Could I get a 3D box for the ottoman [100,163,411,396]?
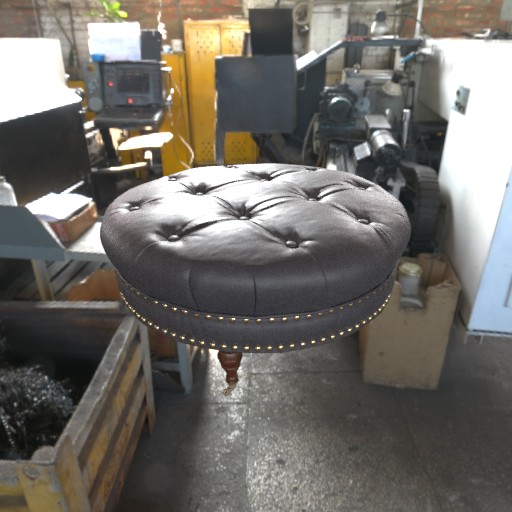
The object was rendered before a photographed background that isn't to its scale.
[{"bbox_3d":[0.000,0.000,1.404,0.901,0.439,0.901,0,27,0],"label":"ottoman"}]
